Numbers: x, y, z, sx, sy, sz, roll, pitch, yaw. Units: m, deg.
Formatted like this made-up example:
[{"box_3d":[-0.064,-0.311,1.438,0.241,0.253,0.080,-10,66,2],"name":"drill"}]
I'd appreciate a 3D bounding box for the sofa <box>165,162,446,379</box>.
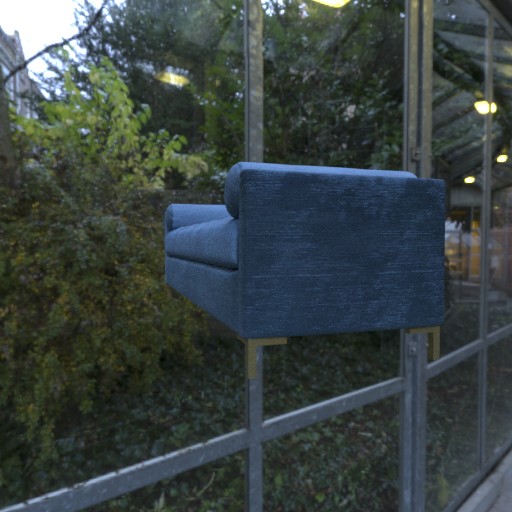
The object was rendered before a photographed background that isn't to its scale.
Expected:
[{"box_3d":[0.000,0.000,2.471,0.796,0.705,2.102,-1,2,-18],"name":"sofa"}]
